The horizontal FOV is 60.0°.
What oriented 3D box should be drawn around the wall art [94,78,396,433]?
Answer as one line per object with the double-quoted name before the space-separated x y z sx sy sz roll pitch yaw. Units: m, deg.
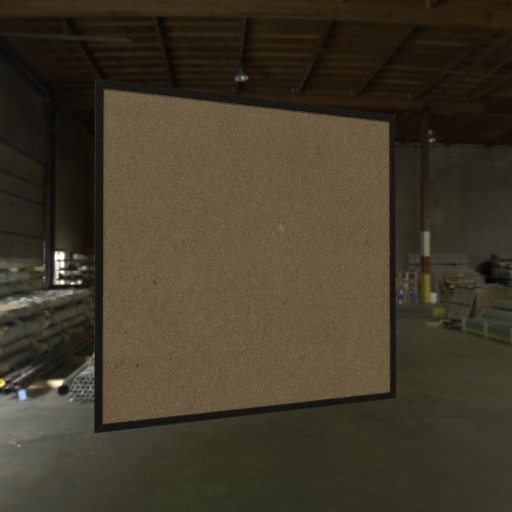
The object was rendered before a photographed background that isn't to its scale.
"wall art" 0.000 0.000 0.447 0.305 0.305 0.038 0 -1 -19
